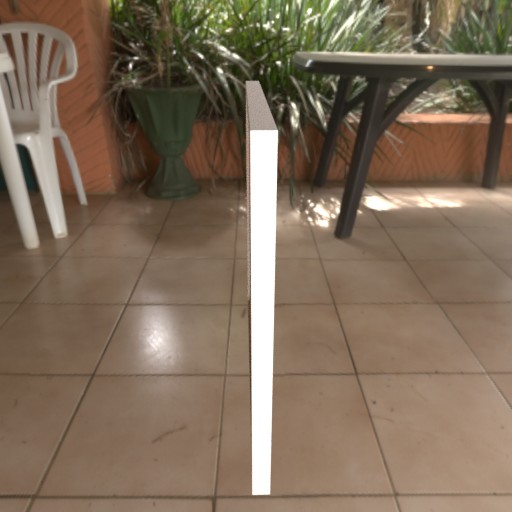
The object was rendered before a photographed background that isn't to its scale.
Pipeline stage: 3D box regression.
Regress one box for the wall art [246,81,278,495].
[{"bbox_3d":[0.000,0.000,1.120,0.038,0.762,0.762,-1,26,-1],"label":"wall art"}]
